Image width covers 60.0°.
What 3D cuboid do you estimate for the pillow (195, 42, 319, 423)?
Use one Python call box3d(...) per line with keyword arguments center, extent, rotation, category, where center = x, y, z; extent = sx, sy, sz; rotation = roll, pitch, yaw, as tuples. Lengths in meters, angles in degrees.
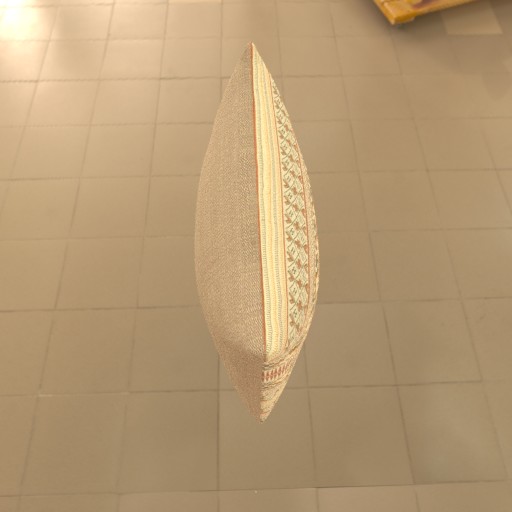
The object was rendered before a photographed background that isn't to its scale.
box3d(center=(0.000, 0.000, 0.820), extent=(0.215, 0.519, 0.521), rotation=(-2, 62, -1), category="pillow")
